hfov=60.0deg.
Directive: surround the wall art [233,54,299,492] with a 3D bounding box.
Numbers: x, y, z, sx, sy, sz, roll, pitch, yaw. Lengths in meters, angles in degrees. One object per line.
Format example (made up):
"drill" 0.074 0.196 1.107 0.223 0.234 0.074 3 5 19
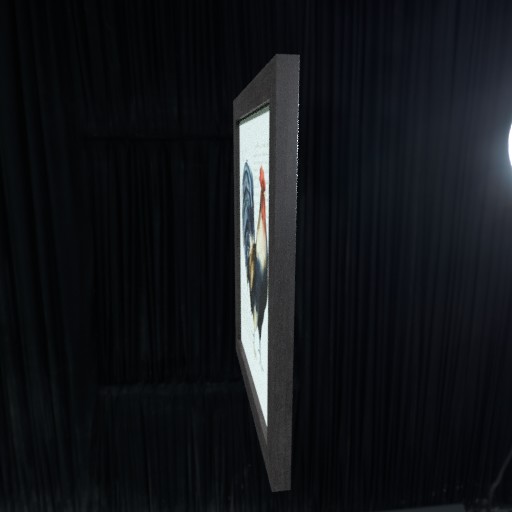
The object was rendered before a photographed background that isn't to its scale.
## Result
"wall art" 0.000 0.000 0.799 0.027 0.580 0.479 -2 13 -8
